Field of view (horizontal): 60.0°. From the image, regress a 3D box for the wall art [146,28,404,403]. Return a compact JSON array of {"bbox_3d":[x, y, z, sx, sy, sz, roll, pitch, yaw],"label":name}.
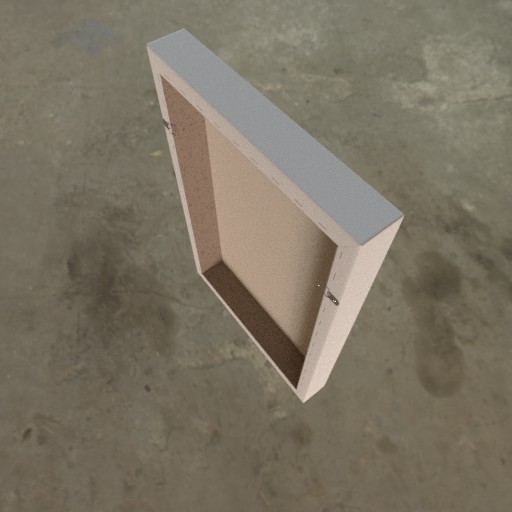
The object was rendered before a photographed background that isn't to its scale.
[{"bbox_3d":[0.000,0.000,0.483,0.039,0.381,0.252,-33,64,-19],"label":"wall art"}]
